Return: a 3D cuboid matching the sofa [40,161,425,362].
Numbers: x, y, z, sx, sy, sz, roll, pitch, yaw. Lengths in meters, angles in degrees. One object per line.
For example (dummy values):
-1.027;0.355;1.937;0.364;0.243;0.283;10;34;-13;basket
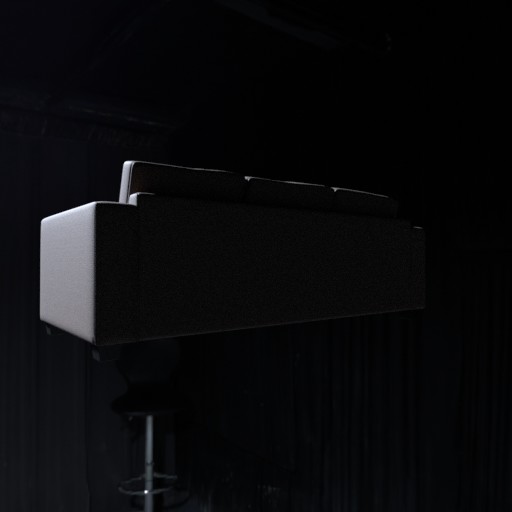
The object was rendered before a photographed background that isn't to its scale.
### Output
0.000;0.000;2.605;2.160;0.806;0.900;1;-1;-38;sofa
